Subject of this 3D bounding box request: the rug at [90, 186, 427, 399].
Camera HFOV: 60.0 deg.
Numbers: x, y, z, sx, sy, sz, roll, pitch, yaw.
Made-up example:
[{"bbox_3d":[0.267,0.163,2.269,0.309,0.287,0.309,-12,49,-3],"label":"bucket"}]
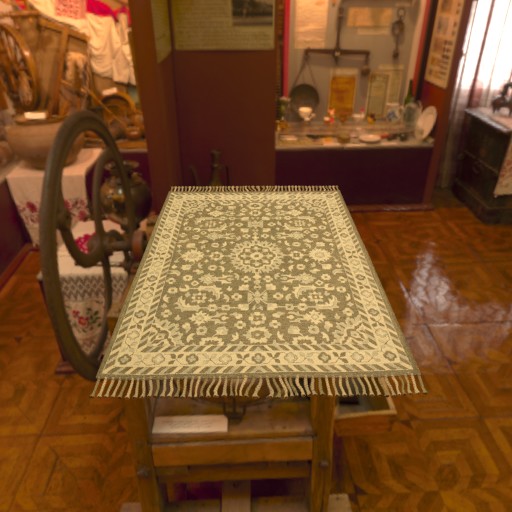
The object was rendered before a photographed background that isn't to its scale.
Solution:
[{"bbox_3d":[0.000,0.000,3.000,1.530,0.025,2.431,0,31,-1],"label":"rug"}]
